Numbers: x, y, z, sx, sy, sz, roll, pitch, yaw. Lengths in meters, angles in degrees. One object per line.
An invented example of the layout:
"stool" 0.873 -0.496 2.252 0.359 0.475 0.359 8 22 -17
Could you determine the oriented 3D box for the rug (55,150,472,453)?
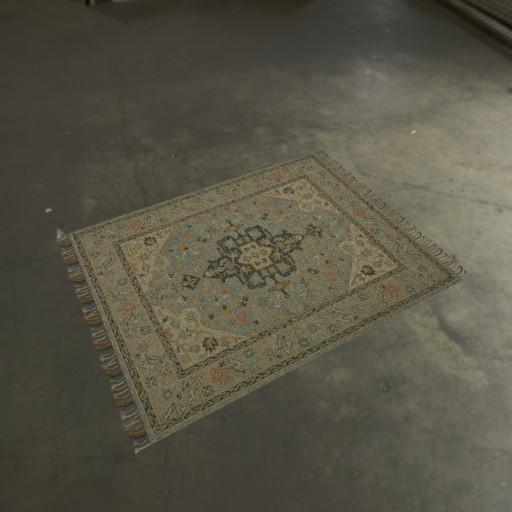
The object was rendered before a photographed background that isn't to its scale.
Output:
"rug" 0.000 0.000 4.201 3.221 0.011 2.379 -22 50 -20
